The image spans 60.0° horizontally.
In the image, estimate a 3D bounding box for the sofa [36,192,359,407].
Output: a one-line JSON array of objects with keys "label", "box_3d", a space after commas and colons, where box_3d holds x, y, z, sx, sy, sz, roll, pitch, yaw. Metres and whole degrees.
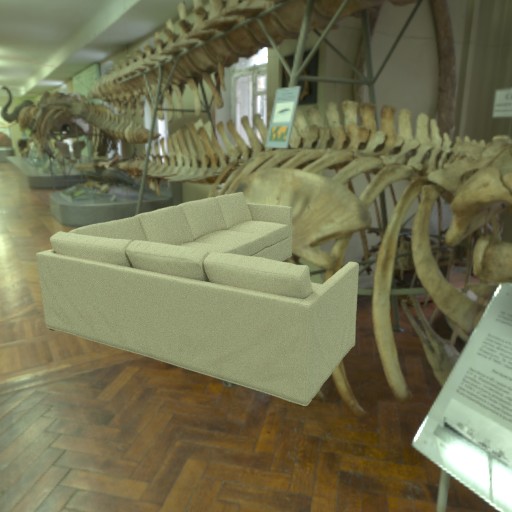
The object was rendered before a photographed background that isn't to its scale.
[{"label": "sofa", "box_3d": [0.000, 0.000, 4.481, 2.432, 0.871, 3.182, 8, 18, 27]}]
